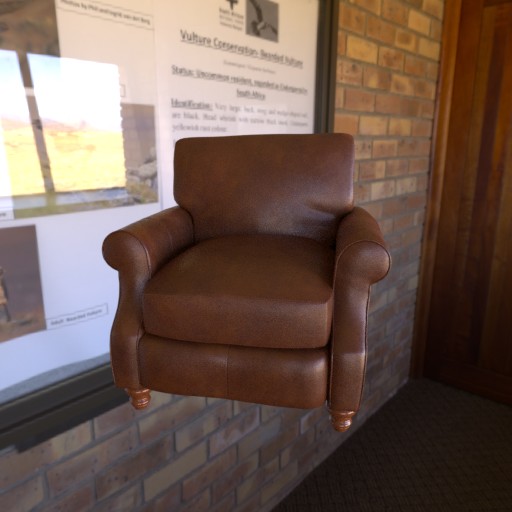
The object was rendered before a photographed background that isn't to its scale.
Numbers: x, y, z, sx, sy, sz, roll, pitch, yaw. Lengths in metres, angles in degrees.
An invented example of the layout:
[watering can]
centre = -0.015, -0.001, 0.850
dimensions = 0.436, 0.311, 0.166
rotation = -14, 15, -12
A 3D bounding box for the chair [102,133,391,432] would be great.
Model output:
[chair]
centre = 0.000, 0.000, 1.793
dimensions = 0.989, 0.972, 0.992
rotation = 3, 15, 10
